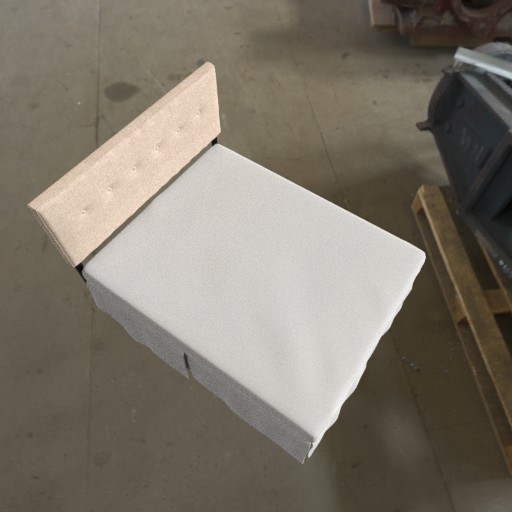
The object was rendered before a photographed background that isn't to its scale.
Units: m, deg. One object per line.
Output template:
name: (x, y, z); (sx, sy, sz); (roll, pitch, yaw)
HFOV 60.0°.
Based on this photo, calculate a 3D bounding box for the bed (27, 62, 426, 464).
bed: (0.000, 0.000, 2.996); (1.978, 1.270, 1.643); (31, 63, 18)
